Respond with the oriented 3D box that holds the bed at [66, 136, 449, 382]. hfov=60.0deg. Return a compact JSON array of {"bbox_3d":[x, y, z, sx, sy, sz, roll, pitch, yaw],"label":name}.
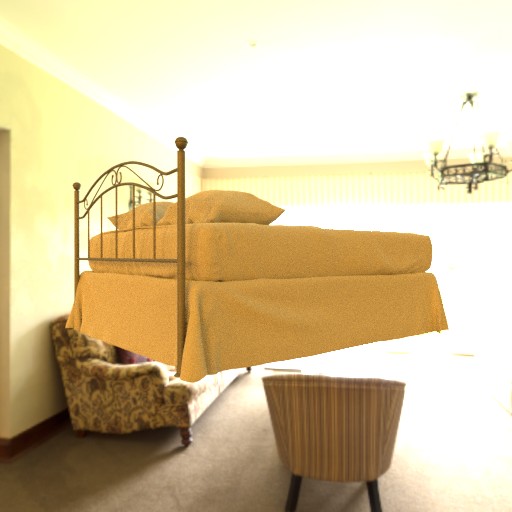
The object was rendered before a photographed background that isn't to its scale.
[{"bbox_3d":[0.000,0.000,3.278,2.215,1.080,1.936,0,0,-38],"label":"bed"}]
